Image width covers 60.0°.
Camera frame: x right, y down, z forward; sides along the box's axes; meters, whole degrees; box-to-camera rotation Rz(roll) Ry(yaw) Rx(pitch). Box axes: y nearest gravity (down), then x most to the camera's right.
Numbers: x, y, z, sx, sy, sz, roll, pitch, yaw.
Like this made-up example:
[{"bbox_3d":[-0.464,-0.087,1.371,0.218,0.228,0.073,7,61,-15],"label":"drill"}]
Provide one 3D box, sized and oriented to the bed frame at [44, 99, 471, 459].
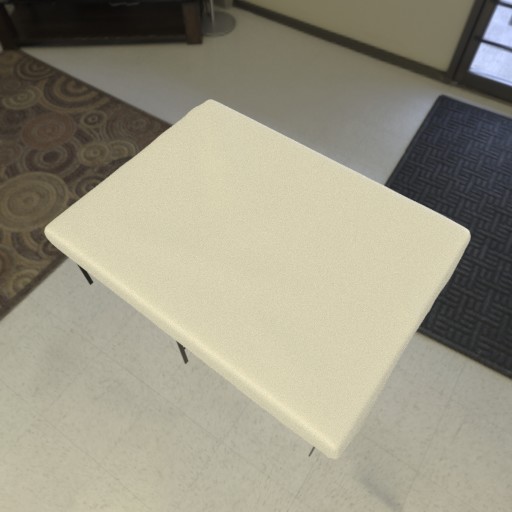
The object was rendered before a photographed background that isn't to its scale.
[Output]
[{"bbox_3d":[0.000,0.000,2.896,2.151,0.667,1.584,32,62,19],"label":"bed frame"}]
